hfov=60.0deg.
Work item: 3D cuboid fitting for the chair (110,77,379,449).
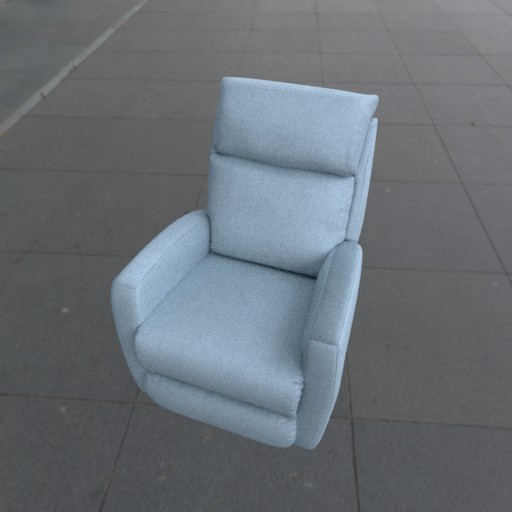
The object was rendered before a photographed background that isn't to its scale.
[{"bbox_3d":[0.000,0.000,1.658,0.812,1.013,0.940,13,44,14],"label":"chair"}]
